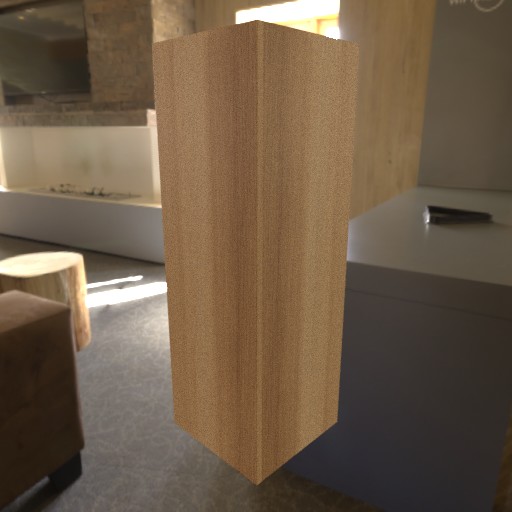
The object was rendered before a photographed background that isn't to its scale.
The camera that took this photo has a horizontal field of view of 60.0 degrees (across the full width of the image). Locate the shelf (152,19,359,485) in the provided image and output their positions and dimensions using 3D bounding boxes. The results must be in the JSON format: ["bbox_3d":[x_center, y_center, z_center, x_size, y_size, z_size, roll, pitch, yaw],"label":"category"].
[{"bbox_3d":[0.000,0.000,0.995,0.290,0.872,0.290,15,22,42],"label":"shelf"}]
